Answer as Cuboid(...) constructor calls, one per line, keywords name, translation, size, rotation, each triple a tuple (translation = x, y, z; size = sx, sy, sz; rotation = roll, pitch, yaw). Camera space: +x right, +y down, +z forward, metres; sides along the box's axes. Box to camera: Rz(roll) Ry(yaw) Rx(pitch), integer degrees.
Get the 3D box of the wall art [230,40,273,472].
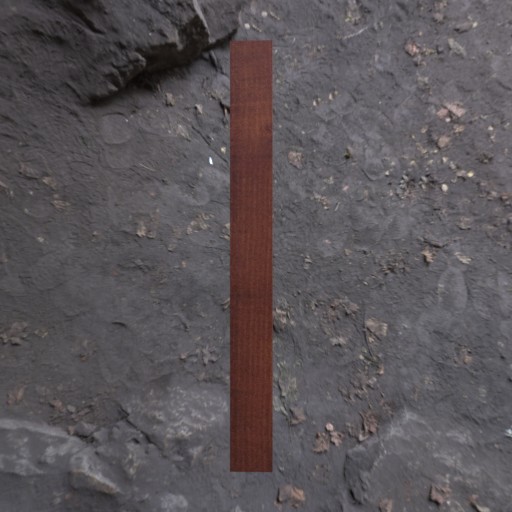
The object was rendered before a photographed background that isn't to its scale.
Cuboid(name="wall art", translation=(0.000, 0.000, 0.590), size=(0.038, 0.385, 0.386), rotation=(0, 90, 1))
